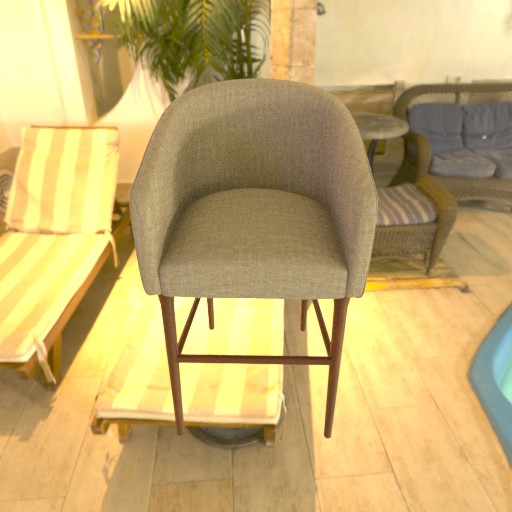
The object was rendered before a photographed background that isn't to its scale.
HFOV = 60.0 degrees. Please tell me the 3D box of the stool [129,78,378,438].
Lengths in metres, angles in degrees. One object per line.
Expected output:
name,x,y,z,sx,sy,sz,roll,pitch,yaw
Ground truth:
stool,0.000,0.000,1.377,0.559,0.952,0.635,1,29,1
